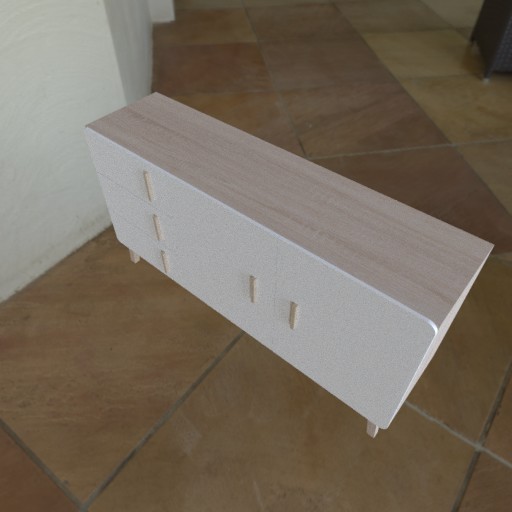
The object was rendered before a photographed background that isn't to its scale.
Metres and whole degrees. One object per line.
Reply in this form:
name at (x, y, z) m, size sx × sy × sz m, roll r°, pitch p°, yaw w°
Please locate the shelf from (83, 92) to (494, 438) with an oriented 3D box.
shelf at (0.000, 0.000, 1.806) m, size 1.490 × 0.780 × 0.400 m, roll 31°, pitch 54°, yaw 26°
